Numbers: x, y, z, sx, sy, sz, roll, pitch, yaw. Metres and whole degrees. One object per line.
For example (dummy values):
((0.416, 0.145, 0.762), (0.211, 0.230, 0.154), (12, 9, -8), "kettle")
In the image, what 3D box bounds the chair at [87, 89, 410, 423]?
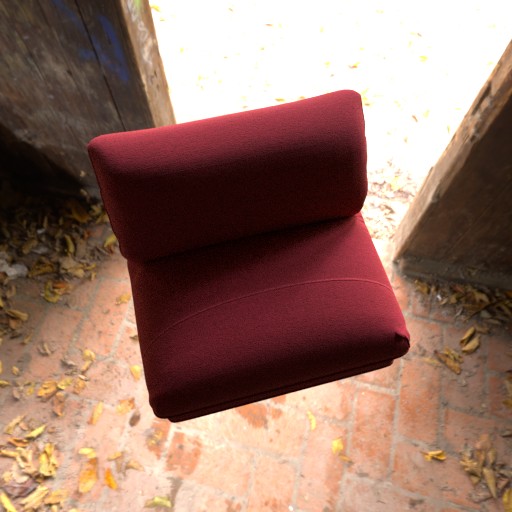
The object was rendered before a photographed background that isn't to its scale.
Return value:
((0.000, 0.000, 1.372), (0.820, 0.580, 0.780), (-13, 65, -6), "chair")
